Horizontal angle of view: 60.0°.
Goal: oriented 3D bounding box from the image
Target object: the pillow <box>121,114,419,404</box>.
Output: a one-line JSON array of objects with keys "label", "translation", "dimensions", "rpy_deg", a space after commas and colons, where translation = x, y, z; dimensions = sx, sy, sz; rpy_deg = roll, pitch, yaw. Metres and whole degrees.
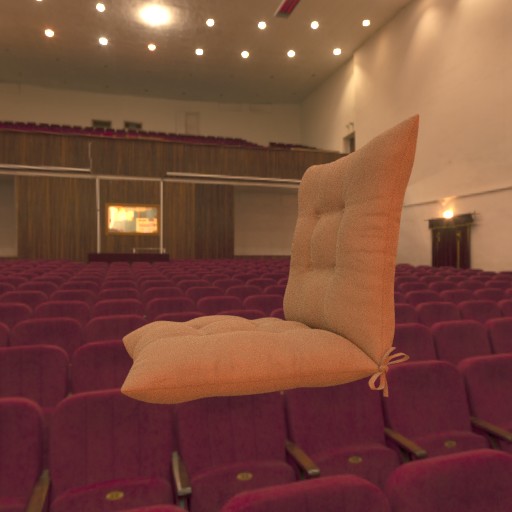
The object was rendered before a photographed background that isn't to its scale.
[{"label": "pillow", "translation": [0.000, 0.000, 1.006], "dimensions": [0.585, 0.536, 0.541], "rpy_deg": [0, -1, -17]}]
